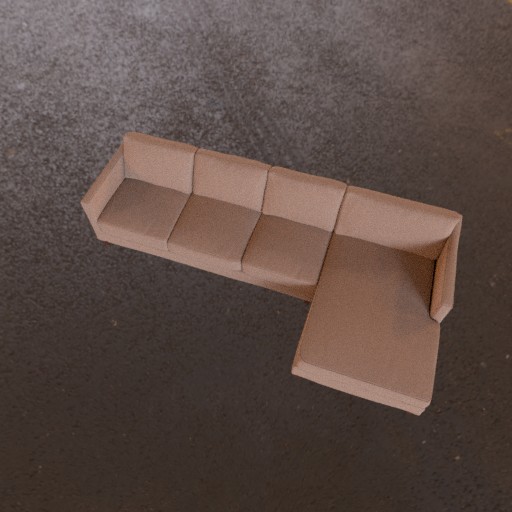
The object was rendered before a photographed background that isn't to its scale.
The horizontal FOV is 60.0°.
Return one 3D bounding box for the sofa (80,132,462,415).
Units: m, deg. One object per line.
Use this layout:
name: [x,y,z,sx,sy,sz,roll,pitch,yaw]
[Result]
sofa: [0.000,0.000,3.833,3.186,0.861,1.625,16,58,10]
